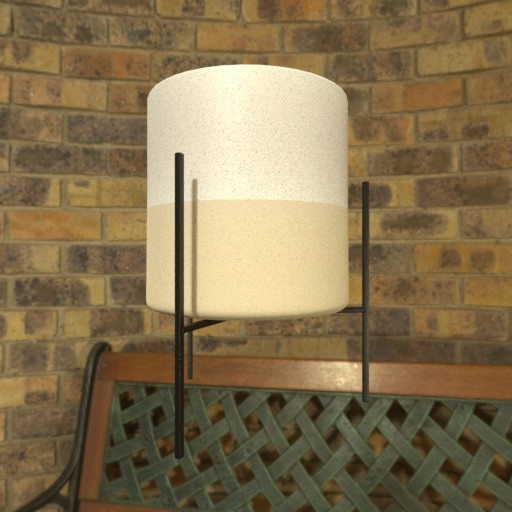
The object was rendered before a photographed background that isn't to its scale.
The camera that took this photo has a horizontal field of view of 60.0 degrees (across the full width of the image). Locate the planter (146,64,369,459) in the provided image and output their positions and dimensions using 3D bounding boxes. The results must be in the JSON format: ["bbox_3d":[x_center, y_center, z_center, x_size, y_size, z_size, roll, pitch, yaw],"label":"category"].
[{"bbox_3d":[0.000,0.000,0.550,0.267,0.362,0.263,0,0,-19],"label":"planter"}]
